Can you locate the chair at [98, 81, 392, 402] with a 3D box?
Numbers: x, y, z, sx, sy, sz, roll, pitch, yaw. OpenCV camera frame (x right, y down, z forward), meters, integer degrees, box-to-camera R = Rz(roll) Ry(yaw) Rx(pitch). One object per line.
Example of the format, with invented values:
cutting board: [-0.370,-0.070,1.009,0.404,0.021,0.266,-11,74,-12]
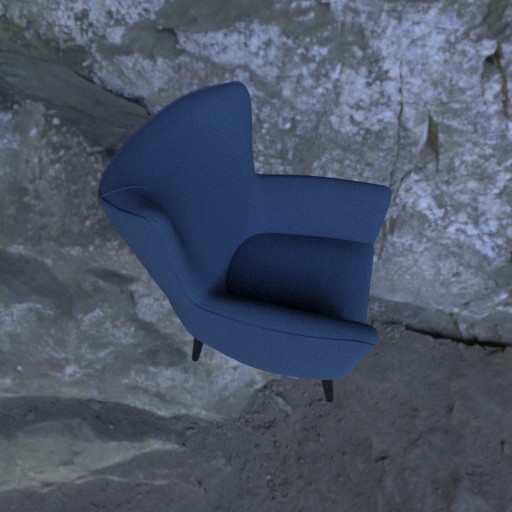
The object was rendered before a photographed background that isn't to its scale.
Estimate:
chair: [0.000,0.000,1.623,0.888,0.933,0.781,11,47,10]
